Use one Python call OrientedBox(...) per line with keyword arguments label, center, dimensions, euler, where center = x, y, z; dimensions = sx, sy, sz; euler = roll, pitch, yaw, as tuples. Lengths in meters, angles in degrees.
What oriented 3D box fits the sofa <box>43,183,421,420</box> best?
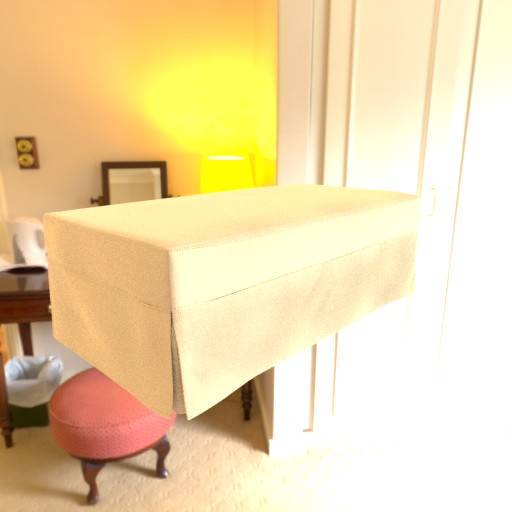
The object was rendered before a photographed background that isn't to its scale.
OrientedBox(label="sofa", center=(0.000, 0.000, 2.124), dimensions=(0.939, 0.552, 1.677), euler=(14, 21, 42))
